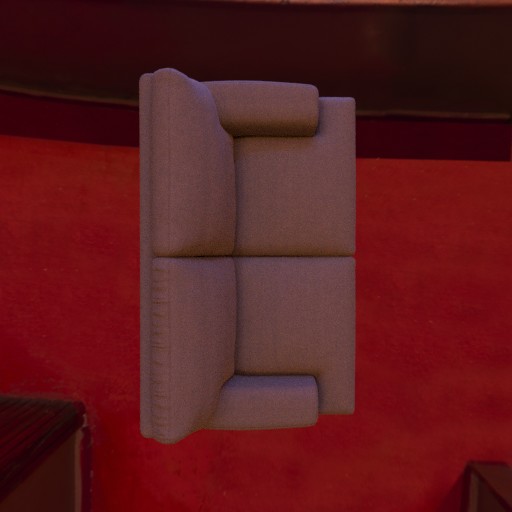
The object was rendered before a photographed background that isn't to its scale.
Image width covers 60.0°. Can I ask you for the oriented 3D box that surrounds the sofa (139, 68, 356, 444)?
[{"bbox_3d":[0.000,0.000,2.465,1.140,0.950,1.869,0,91,1],"label":"sofa"}]
